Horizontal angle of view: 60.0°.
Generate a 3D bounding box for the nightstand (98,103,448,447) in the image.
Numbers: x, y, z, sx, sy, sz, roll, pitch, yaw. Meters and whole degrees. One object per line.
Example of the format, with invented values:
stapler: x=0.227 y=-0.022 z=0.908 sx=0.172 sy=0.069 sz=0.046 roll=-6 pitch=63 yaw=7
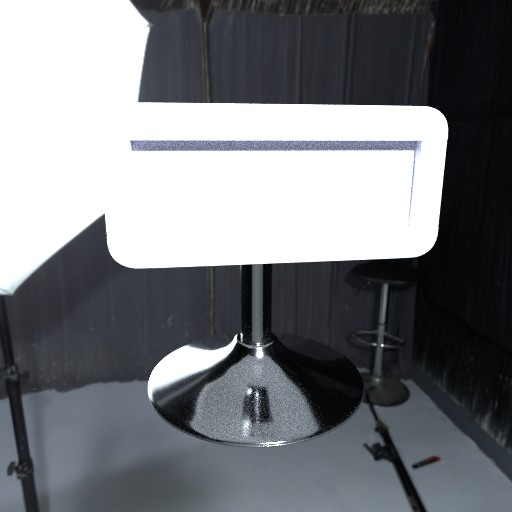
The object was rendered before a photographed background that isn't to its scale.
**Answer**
nightstand: x=0.000 y=0.000 z=0.737 sx=0.399 sy=0.447 sz=0.404 roll=-2 pitch=14 yaw=-8
